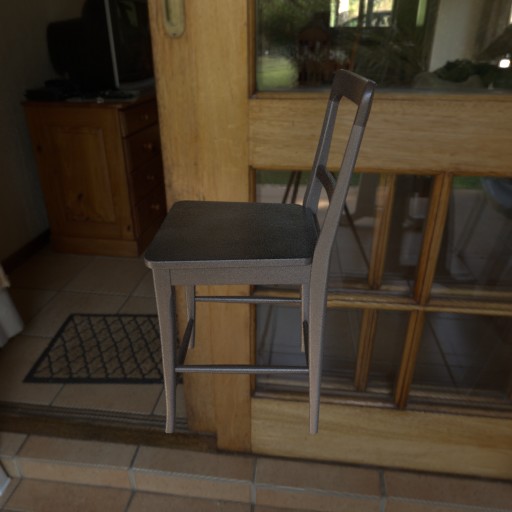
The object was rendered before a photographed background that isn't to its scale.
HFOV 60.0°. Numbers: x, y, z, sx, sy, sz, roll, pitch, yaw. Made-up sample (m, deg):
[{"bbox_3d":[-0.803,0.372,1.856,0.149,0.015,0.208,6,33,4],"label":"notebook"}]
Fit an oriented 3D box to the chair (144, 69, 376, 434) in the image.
[{"bbox_3d":[0.000,0.000,1.301,0.546,0.991,0.450,1,26,1],"label":"chair"}]
